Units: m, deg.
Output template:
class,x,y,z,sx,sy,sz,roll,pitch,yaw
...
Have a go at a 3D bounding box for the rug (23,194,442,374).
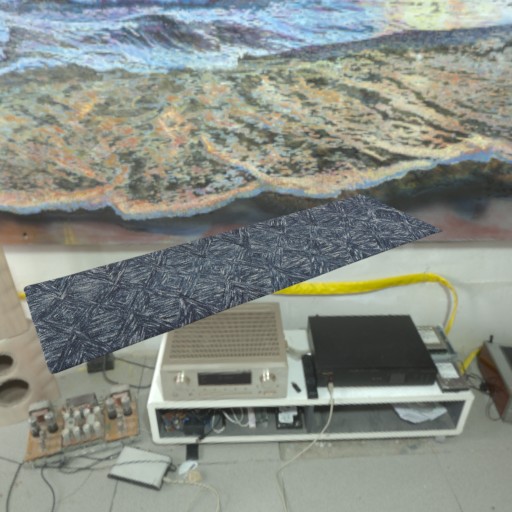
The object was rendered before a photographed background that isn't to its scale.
class,x,y,z,sx,sy,sz,roll,pitch,yaw
rug,0.000,0.000,2.481,2.306,0.013,0.719,-18,34,-28
